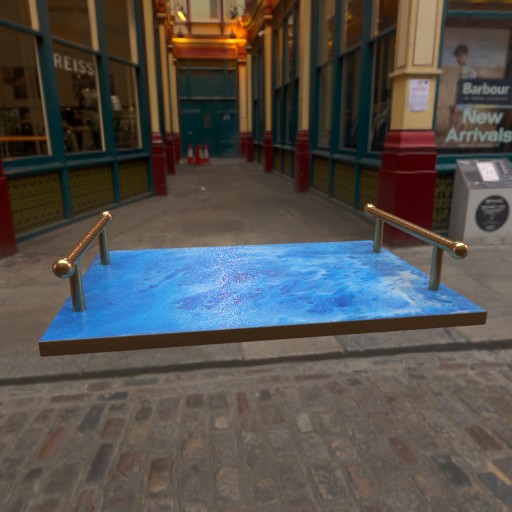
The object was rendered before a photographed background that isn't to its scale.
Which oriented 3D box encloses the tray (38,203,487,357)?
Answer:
[{"bbox_3d":[0.000,0.000,0.566,0.444,0.084,0.304,-3,17,-9],"label":"tray"}]
